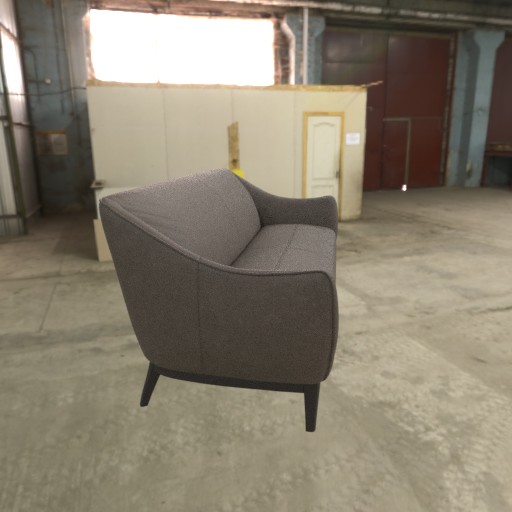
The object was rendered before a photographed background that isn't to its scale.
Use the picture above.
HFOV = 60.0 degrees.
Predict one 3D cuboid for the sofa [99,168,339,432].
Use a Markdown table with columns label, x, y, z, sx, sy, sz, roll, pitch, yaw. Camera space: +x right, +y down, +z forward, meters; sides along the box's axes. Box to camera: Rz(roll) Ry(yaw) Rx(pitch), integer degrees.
| label | x | y | z | sx | sy | sz | roll | pitch | yaw |
| --- | --- | --- | --- | --- | --- | --- | --- | --- | --- |
| sofa | 0.000 | 0.000 | 2.382 | 0.869 | 0.831 | 1.928 | 3 | 15 | 10 |
